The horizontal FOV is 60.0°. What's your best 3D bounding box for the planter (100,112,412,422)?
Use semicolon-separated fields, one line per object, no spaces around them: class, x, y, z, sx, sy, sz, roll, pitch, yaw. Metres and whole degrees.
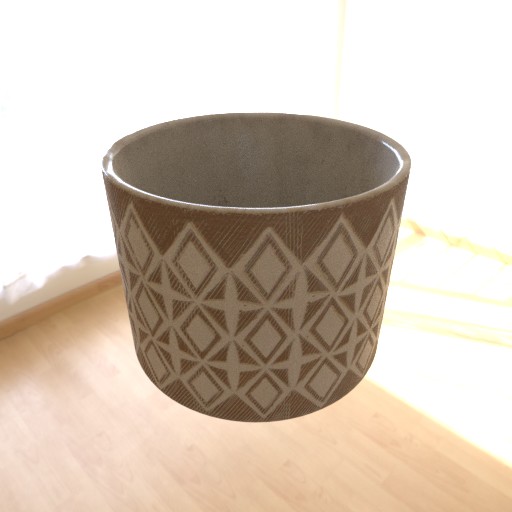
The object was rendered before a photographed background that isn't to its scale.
planter;0.000;0.000;0.329;0.193;0.165;0.193;0;31;0
